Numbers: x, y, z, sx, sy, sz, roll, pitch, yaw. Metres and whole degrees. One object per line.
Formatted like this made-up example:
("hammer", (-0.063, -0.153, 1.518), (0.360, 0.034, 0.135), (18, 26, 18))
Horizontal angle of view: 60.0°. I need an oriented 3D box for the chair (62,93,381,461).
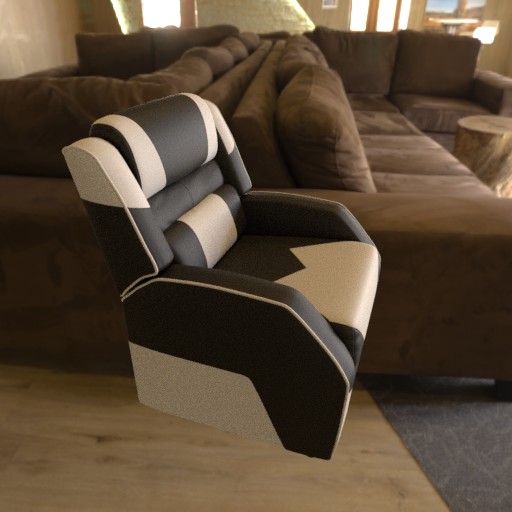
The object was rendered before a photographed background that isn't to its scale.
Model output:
("chair", (0.000, 0.000, 1.263), (0.672, 0.805, 0.620), (10, 31, 18))
